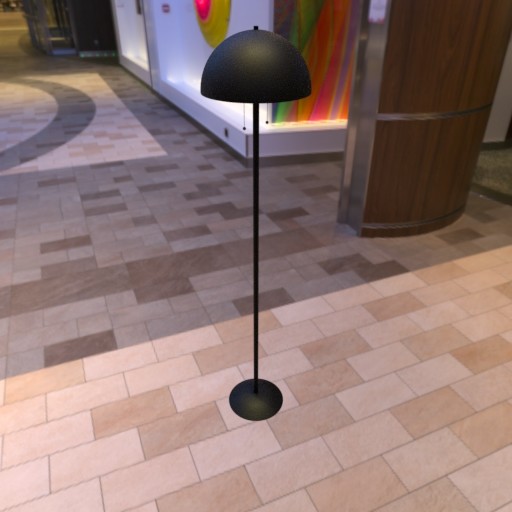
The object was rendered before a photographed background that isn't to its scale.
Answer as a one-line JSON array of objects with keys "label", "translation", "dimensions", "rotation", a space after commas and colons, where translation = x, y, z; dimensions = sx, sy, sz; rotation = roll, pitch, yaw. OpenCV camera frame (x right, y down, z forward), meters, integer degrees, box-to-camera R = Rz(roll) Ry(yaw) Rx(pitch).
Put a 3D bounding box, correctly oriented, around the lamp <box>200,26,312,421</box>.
[{"label": "lamp", "translation": [0.000, 0.000, 1.603], "dimensions": [0.328, 1.480, 0.328], "rotation": [11, 32, 17]}]
